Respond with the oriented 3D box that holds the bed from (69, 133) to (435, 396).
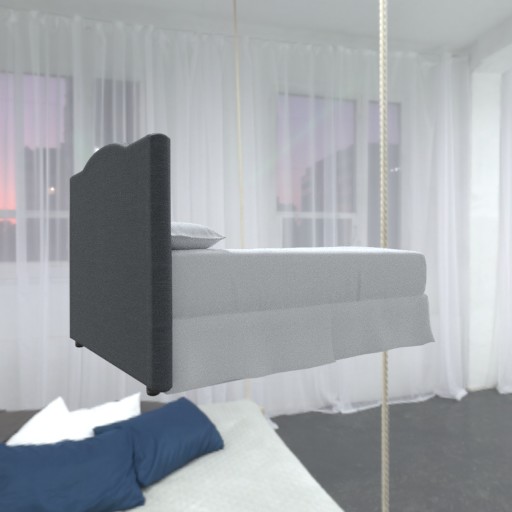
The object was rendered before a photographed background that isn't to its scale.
[{"bbox_3d":[0.000,0.000,3.625,2.507,1.441,1.747,0,1,-36],"label":"bed"}]
